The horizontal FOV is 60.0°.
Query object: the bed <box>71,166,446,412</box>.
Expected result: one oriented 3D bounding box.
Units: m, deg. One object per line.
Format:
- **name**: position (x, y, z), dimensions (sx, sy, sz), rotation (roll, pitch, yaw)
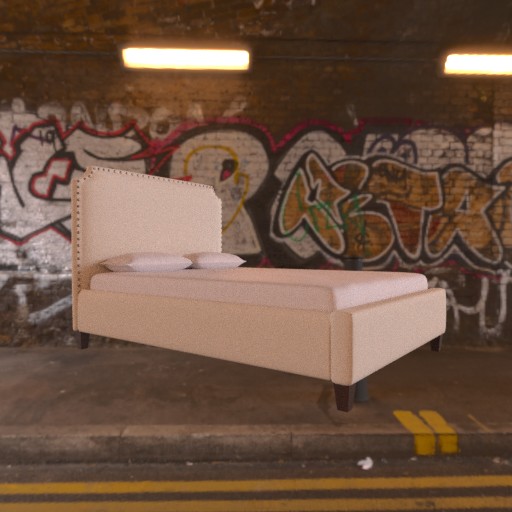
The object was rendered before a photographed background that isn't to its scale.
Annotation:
- **bed**: position (0.000, 0.000, 3.416), dimensions (2.372, 1.443, 1.712), rotation (1, 1, 37)
